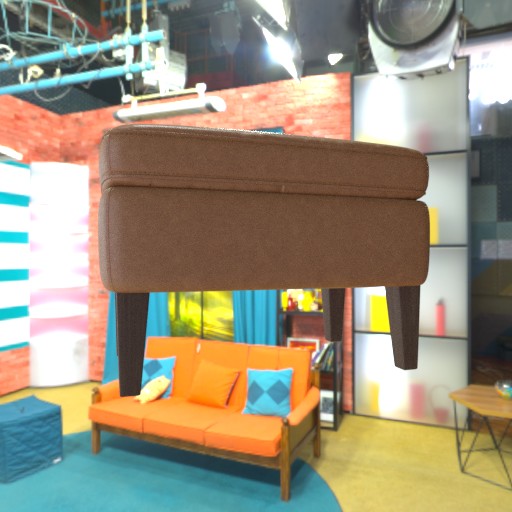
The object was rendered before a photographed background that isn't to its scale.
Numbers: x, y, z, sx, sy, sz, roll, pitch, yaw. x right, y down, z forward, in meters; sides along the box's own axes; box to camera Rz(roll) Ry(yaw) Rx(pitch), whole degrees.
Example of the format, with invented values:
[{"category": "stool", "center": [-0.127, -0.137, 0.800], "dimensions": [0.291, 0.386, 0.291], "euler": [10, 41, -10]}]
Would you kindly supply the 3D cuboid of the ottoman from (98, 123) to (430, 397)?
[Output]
[{"category": "ottoman", "center": [0.000, 0.000, 1.000], "dimensions": [0.670, 0.480, 0.420], "euler": [0, 0, -18]}]
